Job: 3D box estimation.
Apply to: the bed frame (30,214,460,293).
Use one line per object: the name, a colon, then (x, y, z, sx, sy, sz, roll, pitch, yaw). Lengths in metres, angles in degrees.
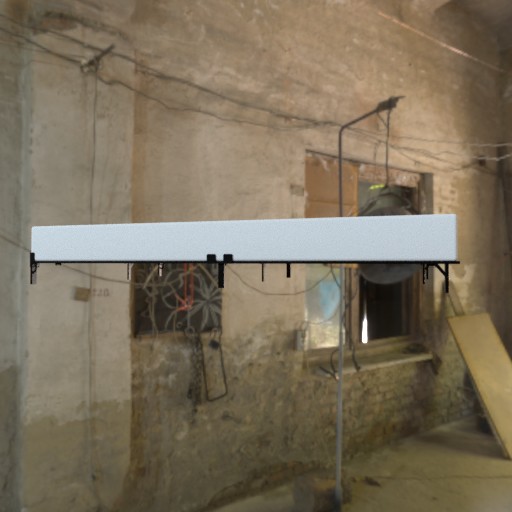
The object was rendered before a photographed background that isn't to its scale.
bed frame: (0.000, 0.000, 3.816, 2.987, 0.440, 1.930, 0, -1, 18)
